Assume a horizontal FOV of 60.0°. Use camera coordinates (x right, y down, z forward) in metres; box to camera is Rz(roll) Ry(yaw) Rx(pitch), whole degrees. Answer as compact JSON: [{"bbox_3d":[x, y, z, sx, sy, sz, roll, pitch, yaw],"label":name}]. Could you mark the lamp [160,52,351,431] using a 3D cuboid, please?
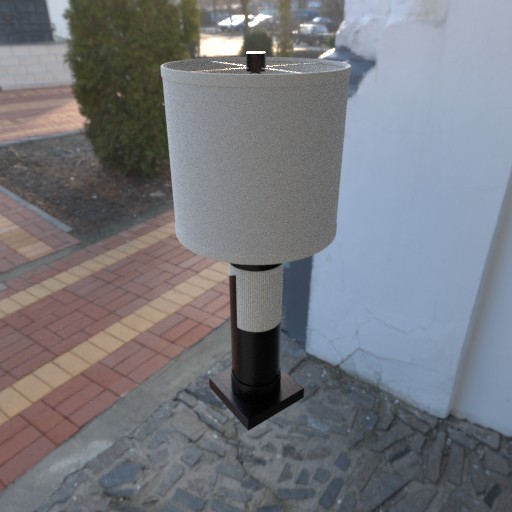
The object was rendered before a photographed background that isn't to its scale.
[{"bbox_3d":[0.000,0.000,0.609,0.211,0.509,0.211,-19,34,-32],"label":"lamp"}]
